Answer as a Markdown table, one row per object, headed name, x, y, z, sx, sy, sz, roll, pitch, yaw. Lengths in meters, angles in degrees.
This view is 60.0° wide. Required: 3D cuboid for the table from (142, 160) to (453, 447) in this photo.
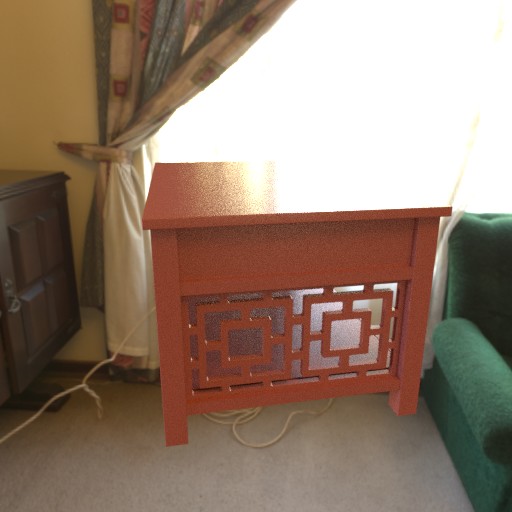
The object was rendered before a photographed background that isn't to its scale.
| name | x | y | z | sx | sy | sz | roll | pitch | yaw |
| --- | --- | --- | --- | --- | --- | --- | --- | --- | --- |
| table | 0.000 | 0.000 | 1.397 | 0.612 | 0.493 | 1.068 | -3 | 17 | -11 |
